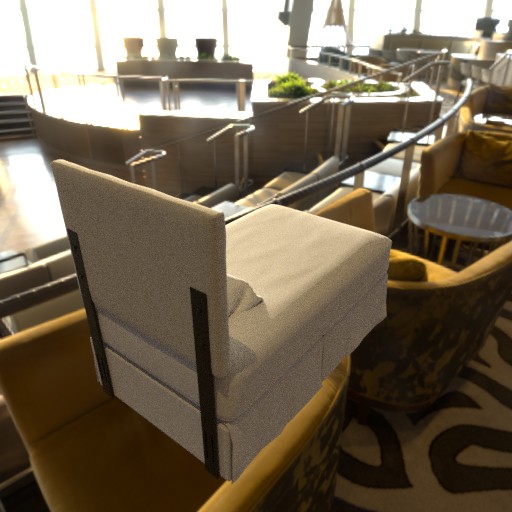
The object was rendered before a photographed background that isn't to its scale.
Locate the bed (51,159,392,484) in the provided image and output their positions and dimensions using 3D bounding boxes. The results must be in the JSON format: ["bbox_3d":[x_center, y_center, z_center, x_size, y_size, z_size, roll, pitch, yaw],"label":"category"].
[{"bbox_3d":[0.000,0.000,2.993,1.261,1.571,1.997,21,35,33],"label":"bed"}]
